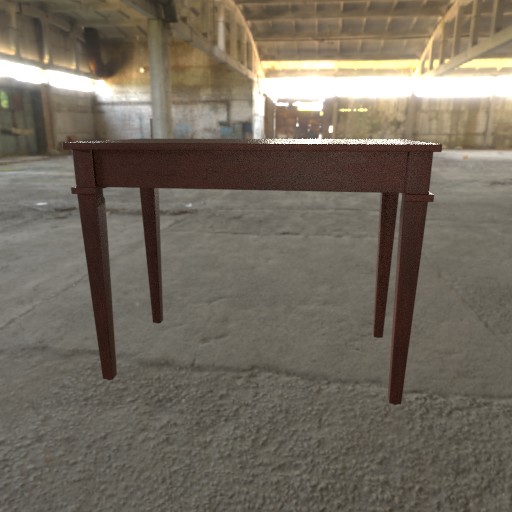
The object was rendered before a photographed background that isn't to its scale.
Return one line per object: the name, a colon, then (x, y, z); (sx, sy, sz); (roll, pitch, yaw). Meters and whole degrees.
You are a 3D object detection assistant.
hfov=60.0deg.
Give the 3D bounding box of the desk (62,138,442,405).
desk: (0.000, 0.000, 1.515); (1.001, 0.762, 0.549); (2, 16, 8)
